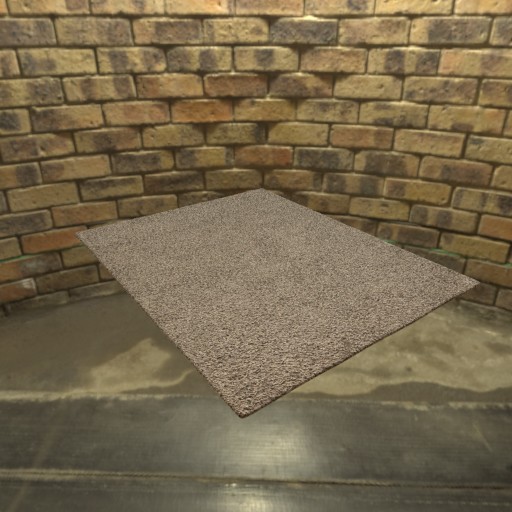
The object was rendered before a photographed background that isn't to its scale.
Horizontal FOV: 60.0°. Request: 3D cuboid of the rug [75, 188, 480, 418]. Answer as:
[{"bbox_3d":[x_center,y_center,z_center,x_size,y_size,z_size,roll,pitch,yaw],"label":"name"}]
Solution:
[{"bbox_3d":[0.000,0.000,4.145,2.438,0.029,3.047,-19,33,-32],"label":"rug"}]
